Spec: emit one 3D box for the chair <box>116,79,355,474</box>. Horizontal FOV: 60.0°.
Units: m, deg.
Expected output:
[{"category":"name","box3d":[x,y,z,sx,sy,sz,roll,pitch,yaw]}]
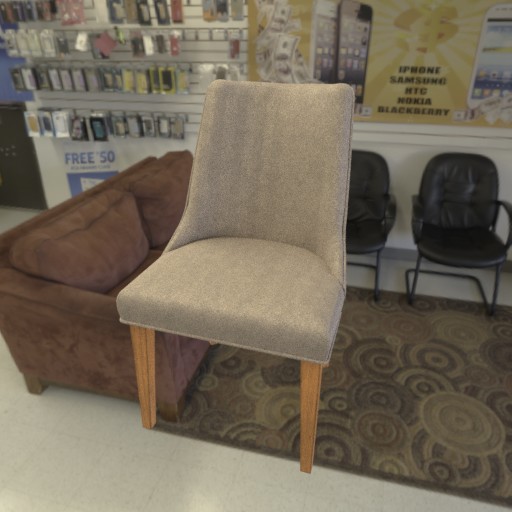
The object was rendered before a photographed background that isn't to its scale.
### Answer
[{"category":"chair","box3d":[0.000,0.000,1.296,0.548,0.916,0.636,8,28,16]}]
